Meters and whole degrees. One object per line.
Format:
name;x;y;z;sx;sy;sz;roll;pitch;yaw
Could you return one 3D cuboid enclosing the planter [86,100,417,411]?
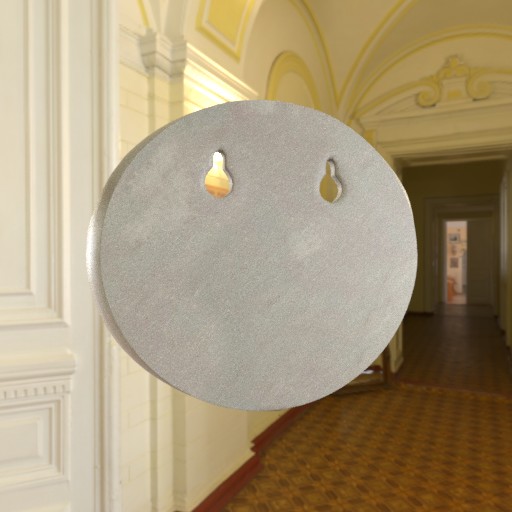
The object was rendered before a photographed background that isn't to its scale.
planter;0.000;0.000;0.267;0.190;0.164;0.073;0;0;-19
